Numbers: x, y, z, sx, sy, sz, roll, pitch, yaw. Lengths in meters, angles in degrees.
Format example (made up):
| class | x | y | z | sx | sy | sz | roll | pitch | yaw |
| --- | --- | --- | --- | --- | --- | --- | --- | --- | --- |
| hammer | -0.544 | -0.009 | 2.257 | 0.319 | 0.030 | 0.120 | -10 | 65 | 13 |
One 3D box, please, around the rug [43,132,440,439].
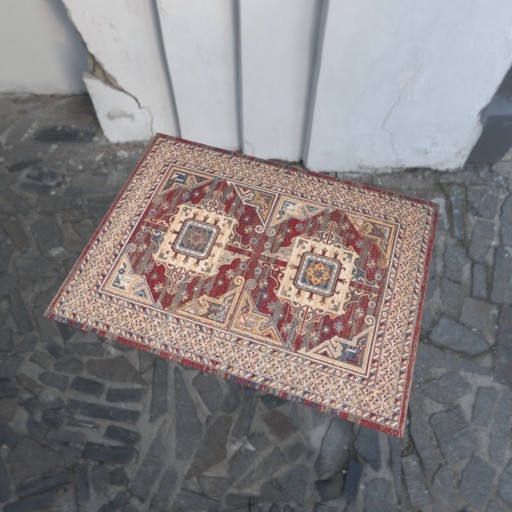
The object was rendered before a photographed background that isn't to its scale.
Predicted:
| class | x | y | z | sx | sy | sz | roll | pitch | yaw |
| --- | --- | --- | --- | --- | --- | --- | --- | --- | --- |
| rug | 0.000 | 0.000 | 4.252 | 3.197 | 0.013 | 2.381 | 16 | 61 | 9 |
